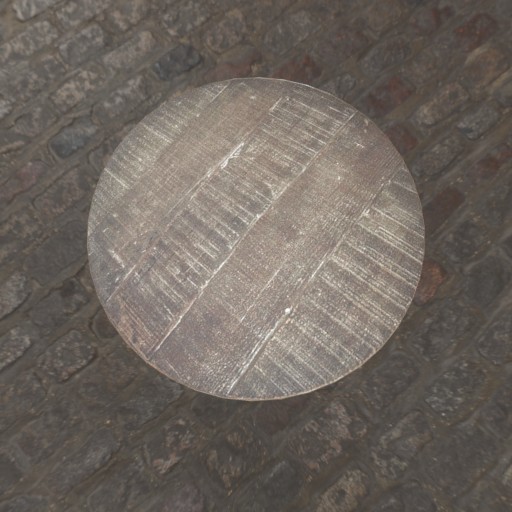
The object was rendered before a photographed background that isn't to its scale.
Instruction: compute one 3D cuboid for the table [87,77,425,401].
[{"bbox_3d":[0.000,0.000,0.945,0.557,0.437,0.557,0,76,0],"label":"table"}]
